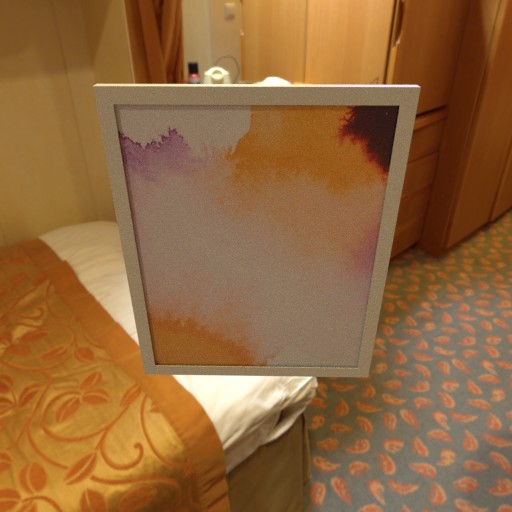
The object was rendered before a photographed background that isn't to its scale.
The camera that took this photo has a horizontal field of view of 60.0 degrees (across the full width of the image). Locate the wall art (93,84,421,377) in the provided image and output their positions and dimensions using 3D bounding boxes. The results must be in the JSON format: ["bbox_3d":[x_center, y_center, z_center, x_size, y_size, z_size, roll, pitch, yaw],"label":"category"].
[{"bbox_3d":[0.000,0.000,1.113,0.661,0.811,0.026,1,31,1],"label":"wall art"}]
